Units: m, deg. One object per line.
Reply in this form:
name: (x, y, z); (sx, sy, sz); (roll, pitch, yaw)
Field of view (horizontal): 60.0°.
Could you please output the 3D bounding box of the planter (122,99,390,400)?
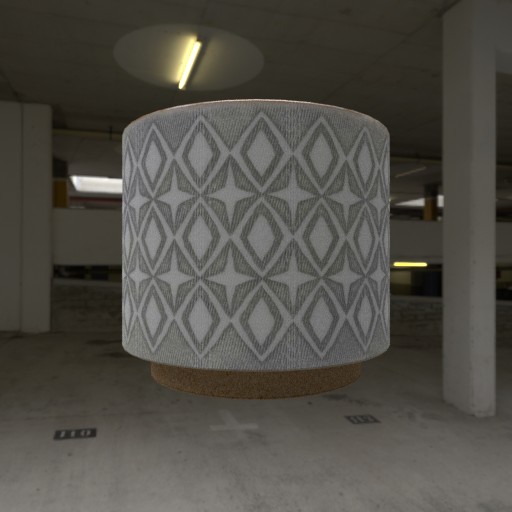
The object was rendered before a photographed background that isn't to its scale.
planter: (0.000, 0.000, 0.441); (0.255, 0.223, 0.255); (0, 0, 0)
